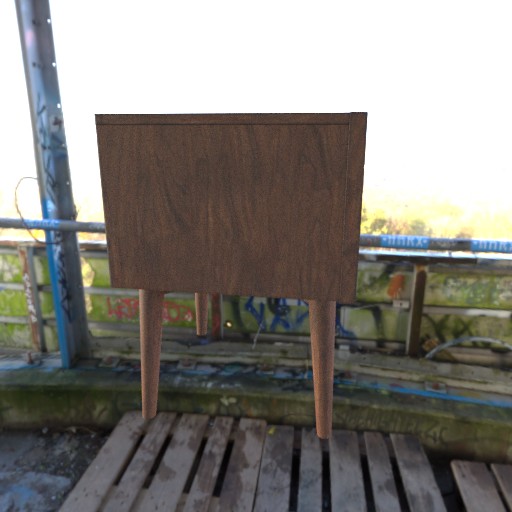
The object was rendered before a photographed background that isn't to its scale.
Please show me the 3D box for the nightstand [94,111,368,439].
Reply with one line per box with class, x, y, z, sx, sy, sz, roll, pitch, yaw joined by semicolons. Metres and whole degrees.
nightstand;0.000;0.000;1.011;0.445;0.607;0.521;3;16;9
